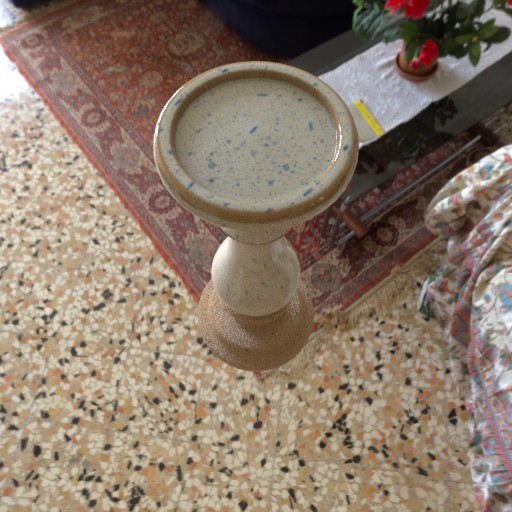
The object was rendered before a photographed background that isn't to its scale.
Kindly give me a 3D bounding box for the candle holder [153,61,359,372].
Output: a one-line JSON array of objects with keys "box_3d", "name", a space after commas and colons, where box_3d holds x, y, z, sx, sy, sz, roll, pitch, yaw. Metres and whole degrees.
[{"box_3d": [0.000, 0.000, 0.251, 0.088, 0.203, 0.088, 0, 63, 0], "name": "candle holder"}]
